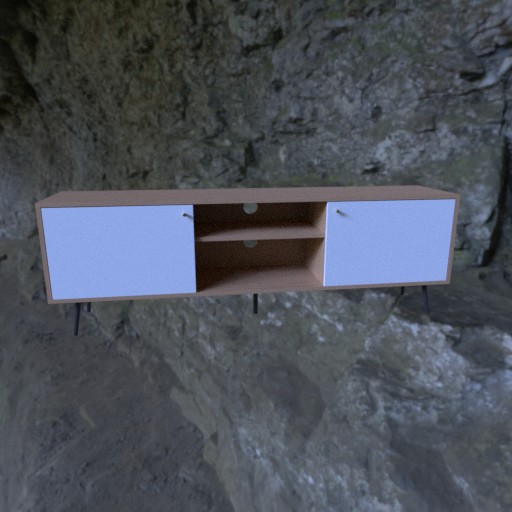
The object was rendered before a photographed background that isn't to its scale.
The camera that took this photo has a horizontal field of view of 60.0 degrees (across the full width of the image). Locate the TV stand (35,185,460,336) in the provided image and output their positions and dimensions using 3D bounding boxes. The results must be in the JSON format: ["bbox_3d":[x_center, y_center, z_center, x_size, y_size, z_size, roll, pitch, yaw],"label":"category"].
[{"bbox_3d":[0.000,0.000,2.058,1.760,0.580,0.400,-2,15,-8],"label":"TV stand"}]
